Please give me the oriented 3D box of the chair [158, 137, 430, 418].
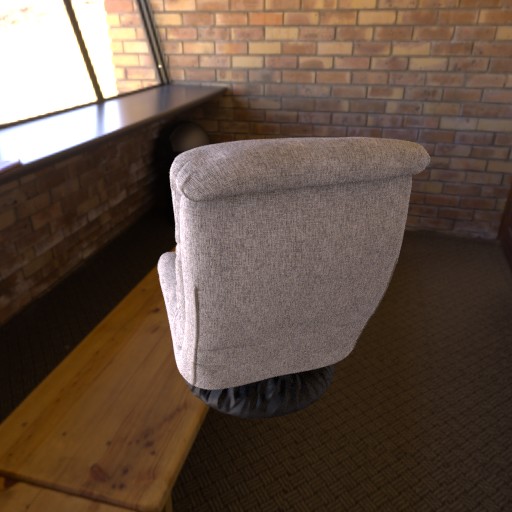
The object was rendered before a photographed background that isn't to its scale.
[{"bbox_3d":[0.000,0.000,0.966,0.400,0.600,0.583,-8,28,-15],"label":"chair"}]
